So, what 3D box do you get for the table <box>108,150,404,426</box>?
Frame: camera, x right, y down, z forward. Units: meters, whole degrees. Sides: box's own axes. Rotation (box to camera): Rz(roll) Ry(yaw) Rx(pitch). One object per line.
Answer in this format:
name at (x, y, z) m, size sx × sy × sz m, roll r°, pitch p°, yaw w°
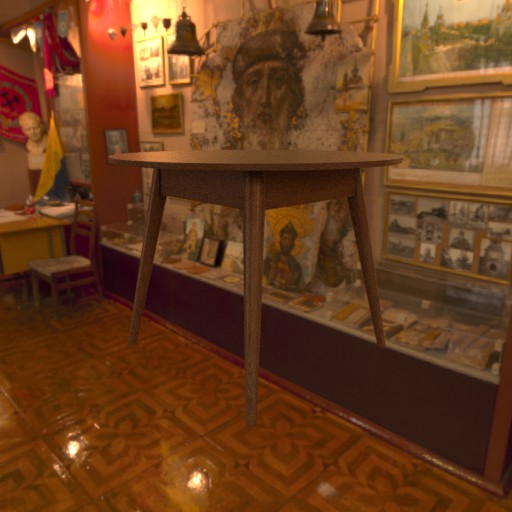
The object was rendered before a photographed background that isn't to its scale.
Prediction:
table at (0.000, 0.000, 1.761) m, size 1.053 × 0.786 × 1.053 m, roll 0°, pitch 15°, yaw 0°
